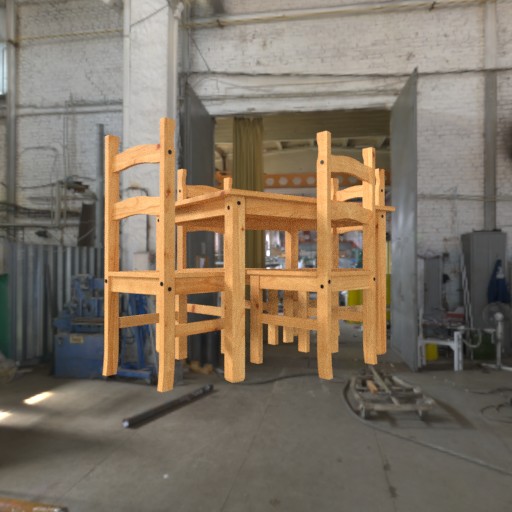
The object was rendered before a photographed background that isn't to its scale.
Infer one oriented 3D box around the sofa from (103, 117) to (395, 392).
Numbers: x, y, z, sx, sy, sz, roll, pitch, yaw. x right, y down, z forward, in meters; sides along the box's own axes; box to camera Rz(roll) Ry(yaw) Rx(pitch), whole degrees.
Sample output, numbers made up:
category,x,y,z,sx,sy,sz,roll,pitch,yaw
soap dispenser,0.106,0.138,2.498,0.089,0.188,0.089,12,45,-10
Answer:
category,x,y,z,sx,sy,sz,roll,pitch,yaw
sofa,0.000,0.000,2.270,1.529,1.000,1.144,0,-1,-36
